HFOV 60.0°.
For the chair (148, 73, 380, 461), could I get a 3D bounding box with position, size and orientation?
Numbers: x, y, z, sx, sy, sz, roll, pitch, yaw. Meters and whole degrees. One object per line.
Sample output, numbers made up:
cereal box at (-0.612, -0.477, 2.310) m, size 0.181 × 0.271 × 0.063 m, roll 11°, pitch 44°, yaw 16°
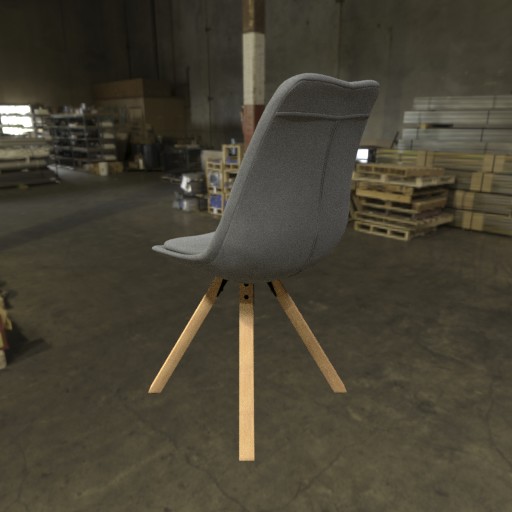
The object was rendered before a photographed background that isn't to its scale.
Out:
chair at (0.000, 0.000, 1.191) m, size 0.474 × 0.863 × 0.549 m, roll -16°, pitch 23°, yaw -42°
